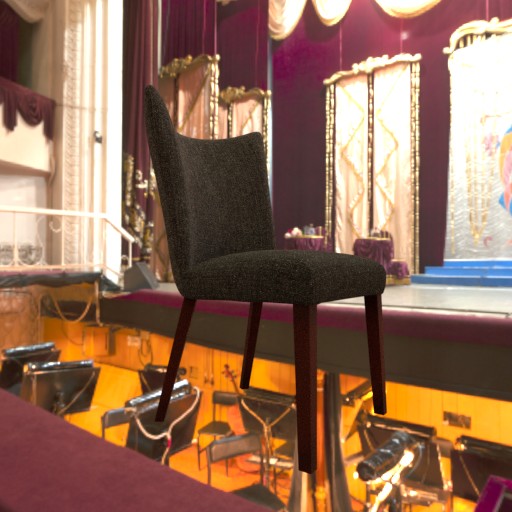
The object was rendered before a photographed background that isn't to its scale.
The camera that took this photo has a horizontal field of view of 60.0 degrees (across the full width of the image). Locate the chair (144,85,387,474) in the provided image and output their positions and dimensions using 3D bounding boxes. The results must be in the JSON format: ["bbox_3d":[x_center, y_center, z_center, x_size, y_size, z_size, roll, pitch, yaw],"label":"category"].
[{"bbox_3d":[0.000,0.000,1.301,0.623,0.924,0.535,-1,-1,35],"label":"chair"}]
